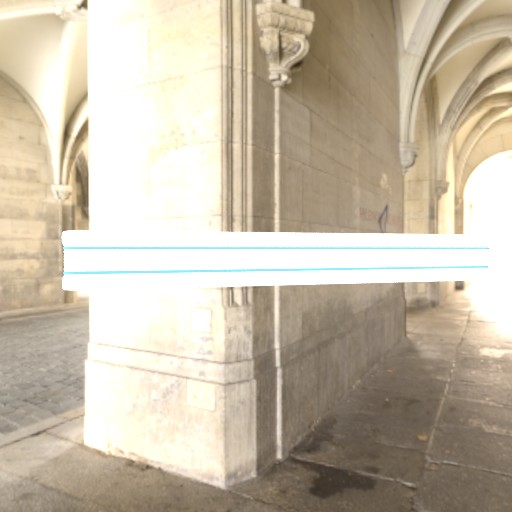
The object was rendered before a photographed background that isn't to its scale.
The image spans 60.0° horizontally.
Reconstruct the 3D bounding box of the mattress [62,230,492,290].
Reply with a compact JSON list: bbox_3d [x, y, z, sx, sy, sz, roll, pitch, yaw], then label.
[{"bbox_3d":[0.000,0.000,2.701,2.000,0.230,1.600,0,1,-17],"label":"mattress"}]
